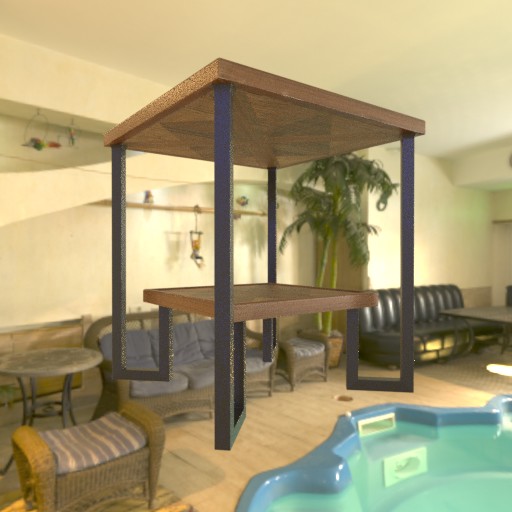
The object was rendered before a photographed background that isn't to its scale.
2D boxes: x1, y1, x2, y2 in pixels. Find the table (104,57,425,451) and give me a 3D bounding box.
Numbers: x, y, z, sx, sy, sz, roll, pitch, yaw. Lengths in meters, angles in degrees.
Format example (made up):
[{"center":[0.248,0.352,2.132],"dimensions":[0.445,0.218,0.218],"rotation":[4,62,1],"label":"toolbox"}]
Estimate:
[{"center":[0.000,0.000,0.972],"dimensions":[0.503,0.563,0.503],"rotation":[0,1,-37],"label":"table"}]
